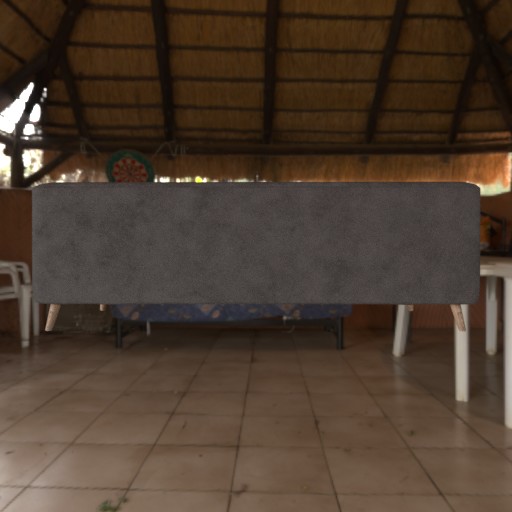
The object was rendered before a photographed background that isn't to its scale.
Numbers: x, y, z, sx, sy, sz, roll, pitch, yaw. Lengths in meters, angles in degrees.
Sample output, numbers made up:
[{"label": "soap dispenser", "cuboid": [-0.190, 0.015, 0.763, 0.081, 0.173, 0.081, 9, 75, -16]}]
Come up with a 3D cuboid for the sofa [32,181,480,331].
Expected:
[{"label": "sofa", "cuboid": [0.000, 0.000, 2.593, 2.190, 0.740, 0.900, 0, 1, 1]}]
